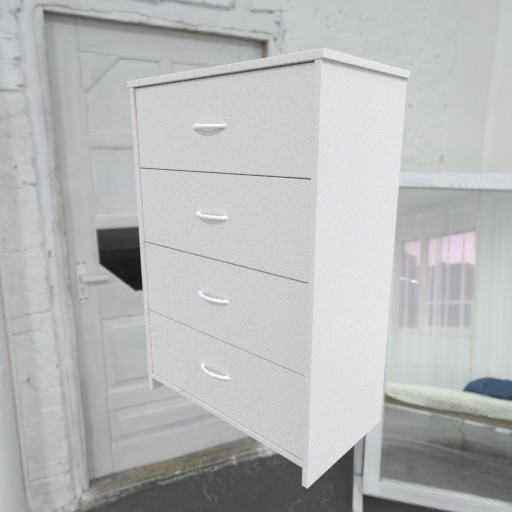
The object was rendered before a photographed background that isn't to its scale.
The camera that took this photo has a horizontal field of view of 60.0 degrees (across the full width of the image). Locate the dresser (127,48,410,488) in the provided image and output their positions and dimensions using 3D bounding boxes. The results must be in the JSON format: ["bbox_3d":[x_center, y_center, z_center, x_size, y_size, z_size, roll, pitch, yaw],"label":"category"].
[{"bbox_3d":[0.000,0.000,1.347,0.704,1.021,0.401,13,19,41],"label":"dresser"}]
